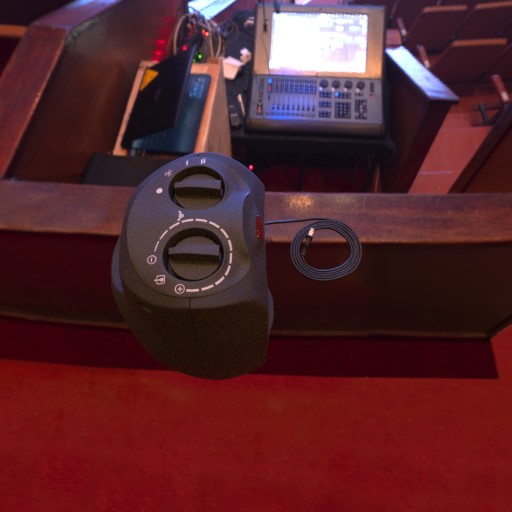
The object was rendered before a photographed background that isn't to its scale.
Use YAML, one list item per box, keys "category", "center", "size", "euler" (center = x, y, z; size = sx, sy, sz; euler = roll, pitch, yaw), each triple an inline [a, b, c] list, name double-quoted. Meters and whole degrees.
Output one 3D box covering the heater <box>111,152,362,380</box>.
- category: "heater"
  center: [0.000, 0.000, 0.469]
  size: [0.291, 0.240, 0.239]
  euler: [-1, 63, 0]
